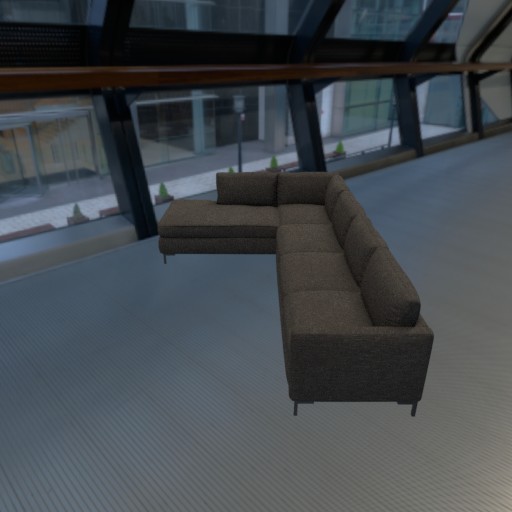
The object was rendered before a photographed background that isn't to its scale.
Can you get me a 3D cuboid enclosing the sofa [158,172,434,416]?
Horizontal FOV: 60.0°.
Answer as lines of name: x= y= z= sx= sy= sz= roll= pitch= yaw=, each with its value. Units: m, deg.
sofa: x=0.000 y=0.000 z=3.845 sx=2.007 sy=0.815 sz=2.949 roll=0 pitch=25 yaw=0
